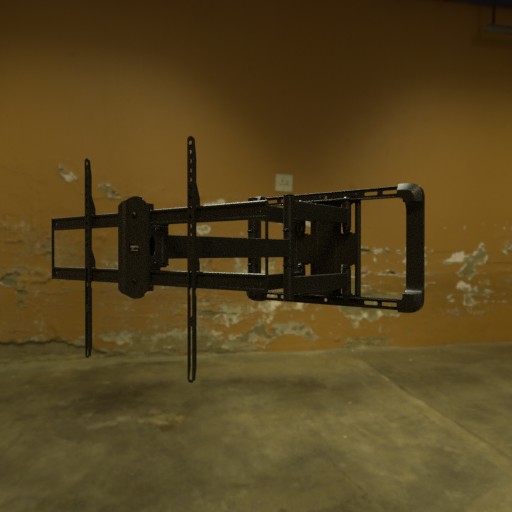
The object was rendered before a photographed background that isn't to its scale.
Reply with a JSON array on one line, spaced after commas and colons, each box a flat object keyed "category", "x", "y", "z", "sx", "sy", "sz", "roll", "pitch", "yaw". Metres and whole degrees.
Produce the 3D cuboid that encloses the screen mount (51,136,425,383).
[{"category": "screen mount", "x": 0.000, "y": 0.000, "z": 1.320, "sx": 0.725, "sy": 0.483, "sz": 0.905, "roll": 0, "pitch": 1, "yaw": 36}]
